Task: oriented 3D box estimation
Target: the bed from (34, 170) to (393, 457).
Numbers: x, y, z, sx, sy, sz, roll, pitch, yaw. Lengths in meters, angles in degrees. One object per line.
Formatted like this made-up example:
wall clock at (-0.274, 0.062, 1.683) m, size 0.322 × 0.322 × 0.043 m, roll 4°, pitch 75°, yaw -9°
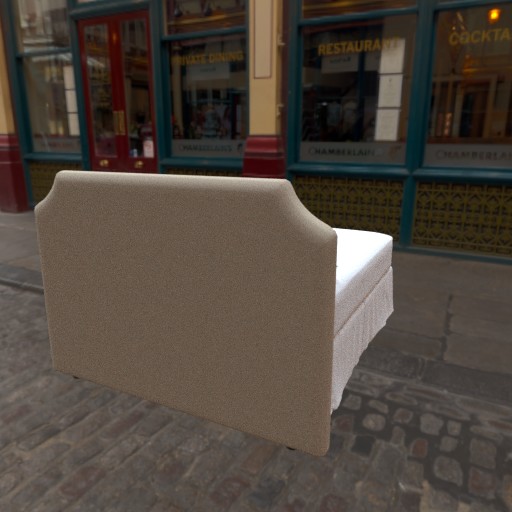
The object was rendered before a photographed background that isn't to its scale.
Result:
bed at (0.000, 0.000, 3.229) m, size 1.828 × 1.301 × 2.204 m, roll 7°, pitch 16°, yaw 26°
